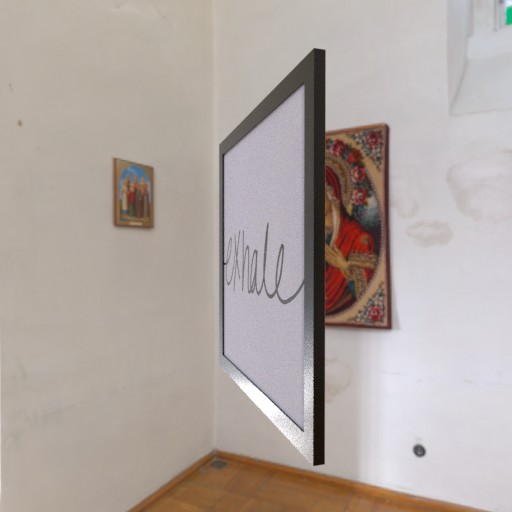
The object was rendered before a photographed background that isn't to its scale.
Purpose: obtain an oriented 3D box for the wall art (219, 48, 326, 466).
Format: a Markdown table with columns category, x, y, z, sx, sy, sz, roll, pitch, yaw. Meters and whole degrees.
| category | x | y | z | sx | sy | sz | roll | pitch | yaw |
| --- | --- | --- | --- | --- | --- | --- | --- | --- | --- |
| wall art | 0.000 | 0.000 | 0.685 | 0.014 | 0.445 | 0.446 | 0 | 1 | -18 |
